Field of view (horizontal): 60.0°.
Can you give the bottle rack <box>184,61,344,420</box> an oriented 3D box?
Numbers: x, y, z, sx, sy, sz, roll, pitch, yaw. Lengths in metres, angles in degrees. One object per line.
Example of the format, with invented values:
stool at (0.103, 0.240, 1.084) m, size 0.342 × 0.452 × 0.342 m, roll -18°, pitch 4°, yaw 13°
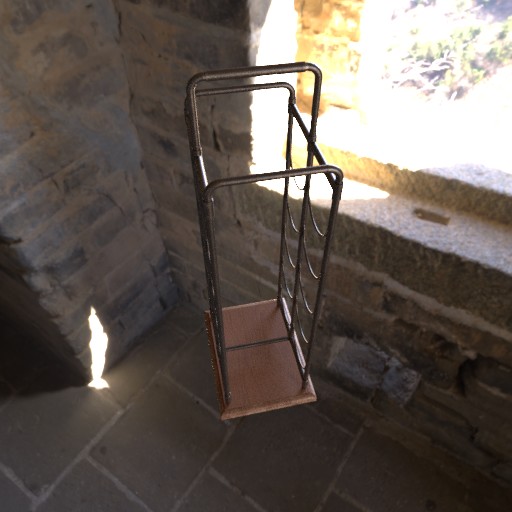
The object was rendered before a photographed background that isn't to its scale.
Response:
bottle rack at (0.000, 0.000, 0.791) m, size 0.208 × 0.680 × 0.276 m, roll -9°, pitch 48°, yaw -8°
